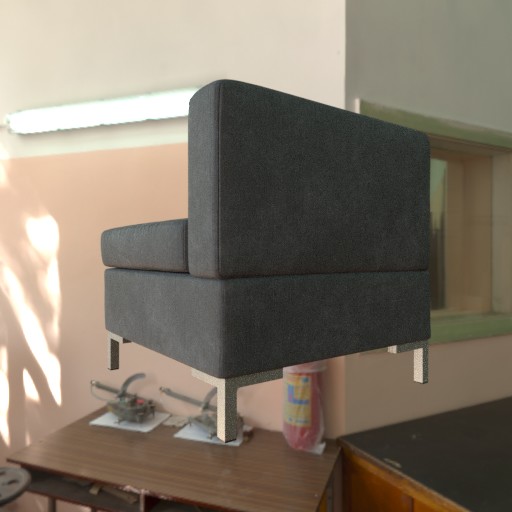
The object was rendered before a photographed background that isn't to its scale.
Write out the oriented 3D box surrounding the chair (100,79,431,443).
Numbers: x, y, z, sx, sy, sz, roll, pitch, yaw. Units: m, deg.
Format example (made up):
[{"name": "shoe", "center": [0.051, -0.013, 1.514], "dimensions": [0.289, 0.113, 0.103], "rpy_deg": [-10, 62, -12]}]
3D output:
[{"name": "chair", "center": [0.000, 0.000, 1.219], "dimensions": [0.680, 0.660, 0.680], "rpy_deg": [0, 0, -36]}]
